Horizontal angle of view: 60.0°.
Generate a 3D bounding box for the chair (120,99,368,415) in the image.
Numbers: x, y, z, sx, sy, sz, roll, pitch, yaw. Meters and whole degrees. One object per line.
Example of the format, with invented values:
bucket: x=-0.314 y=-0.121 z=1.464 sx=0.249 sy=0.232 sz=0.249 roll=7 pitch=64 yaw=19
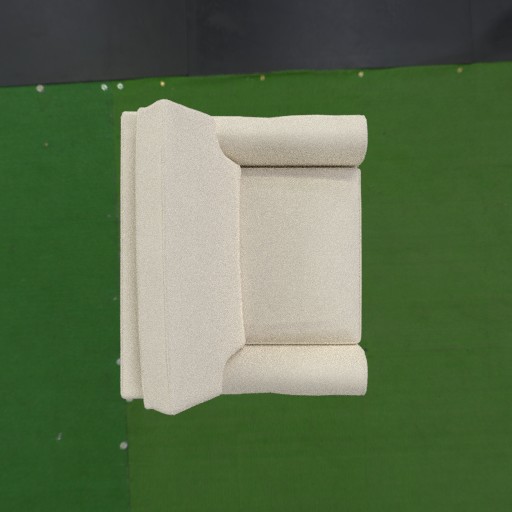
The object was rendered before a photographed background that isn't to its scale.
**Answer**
chair: x=0.000 y=0.000 z=1.792 sx=0.904 sy=0.958 sz=1.099 roll=0 pitch=90 yaw=0
